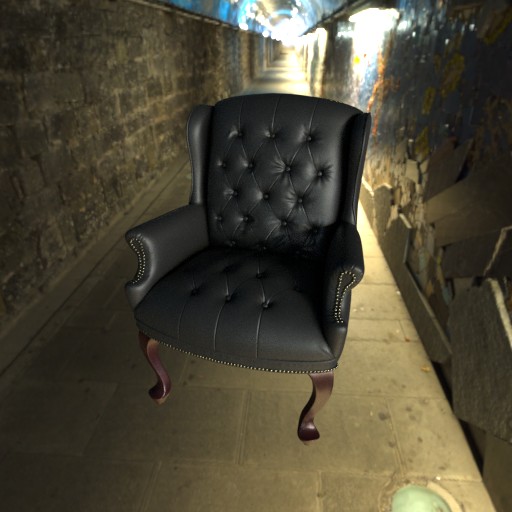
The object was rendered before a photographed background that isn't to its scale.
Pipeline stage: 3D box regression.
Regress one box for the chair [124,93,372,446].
[{"bbox_3d":[0.000,0.000,1.684,0.838,1.111,0.762,9,27,17],"label":"chair"}]
